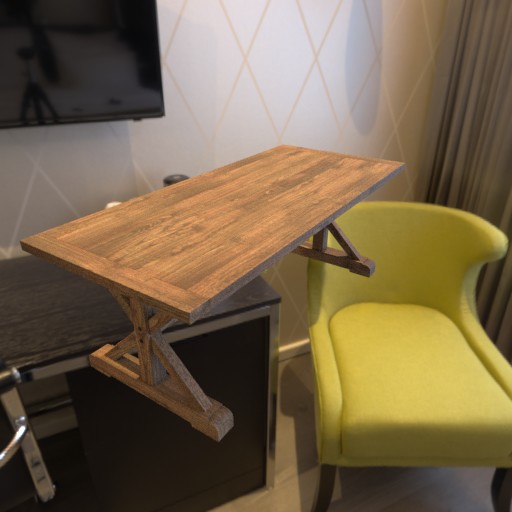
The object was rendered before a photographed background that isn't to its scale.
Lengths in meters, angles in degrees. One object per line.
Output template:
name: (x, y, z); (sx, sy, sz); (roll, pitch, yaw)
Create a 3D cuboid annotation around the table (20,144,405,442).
table: (0.000, 0.000, 2.460); (0.907, 0.733, 2.031); (17, 32, 30)
